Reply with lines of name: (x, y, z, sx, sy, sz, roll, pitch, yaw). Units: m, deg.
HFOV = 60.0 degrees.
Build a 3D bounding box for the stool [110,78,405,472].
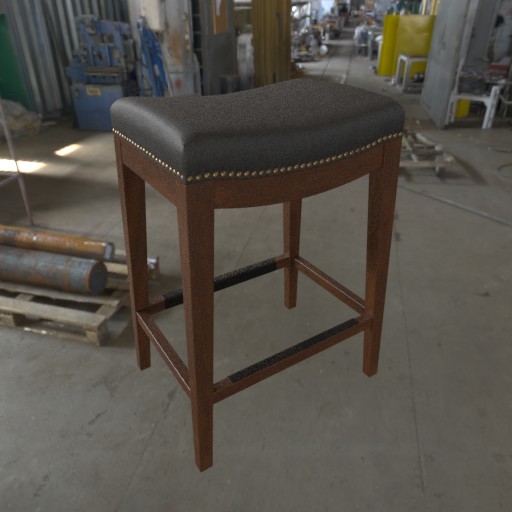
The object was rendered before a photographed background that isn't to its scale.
stool: (0.000, 0.000, 0.949, 0.490, 0.664, 0.353, -18, 35, -28)
